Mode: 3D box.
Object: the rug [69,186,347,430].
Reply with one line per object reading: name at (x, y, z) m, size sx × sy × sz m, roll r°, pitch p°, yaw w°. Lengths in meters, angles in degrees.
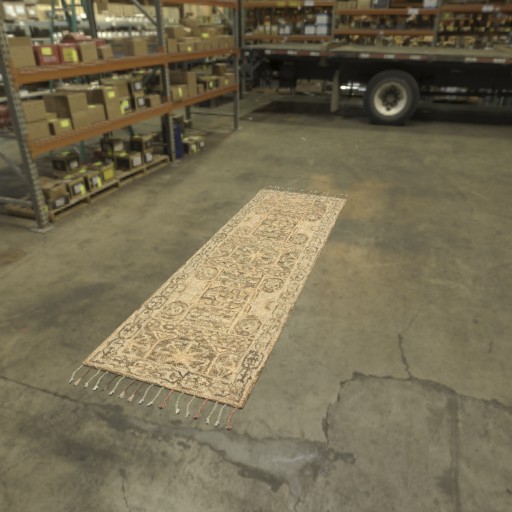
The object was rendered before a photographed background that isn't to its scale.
rug at (0.000, 0.000, 2.846) m, size 0.762 × 0.011 × 2.664 m, roll 10°, pitch 29°, yaw 17°
